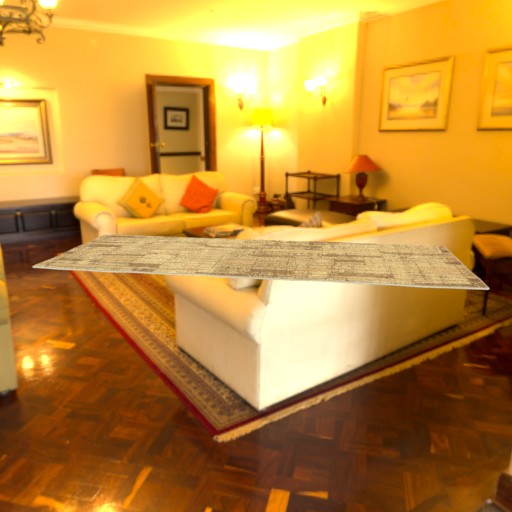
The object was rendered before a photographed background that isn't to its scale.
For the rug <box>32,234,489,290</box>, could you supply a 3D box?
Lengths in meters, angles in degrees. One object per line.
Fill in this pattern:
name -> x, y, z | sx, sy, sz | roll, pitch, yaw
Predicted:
rug -> 0.000, 0.000, 2.683 | 2.383, 0.018, 0.857 | 2, 15, 8
